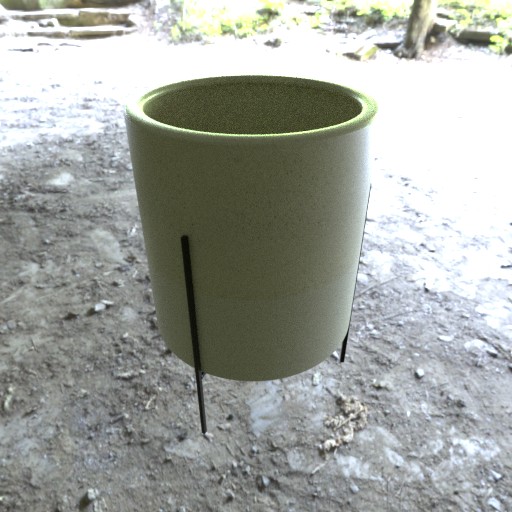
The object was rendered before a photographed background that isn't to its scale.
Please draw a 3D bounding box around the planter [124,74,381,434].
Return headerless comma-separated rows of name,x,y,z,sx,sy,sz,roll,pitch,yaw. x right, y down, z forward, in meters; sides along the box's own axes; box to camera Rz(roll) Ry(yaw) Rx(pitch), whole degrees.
planter,0.000,0.000,0.702,0.333,0.483,0.324,-1,33,-2
